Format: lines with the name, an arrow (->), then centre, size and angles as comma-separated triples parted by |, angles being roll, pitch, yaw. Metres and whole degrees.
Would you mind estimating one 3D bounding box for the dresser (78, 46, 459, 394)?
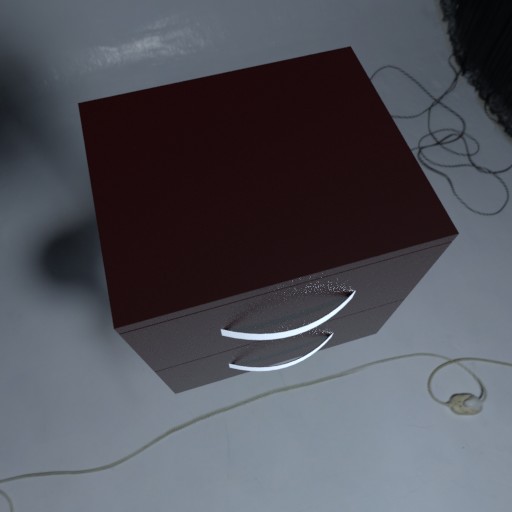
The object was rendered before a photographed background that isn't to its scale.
dresser -> 0.000, 0.000, 0.763 | 0.400, 0.470, 0.360 | -15, 64, -7
